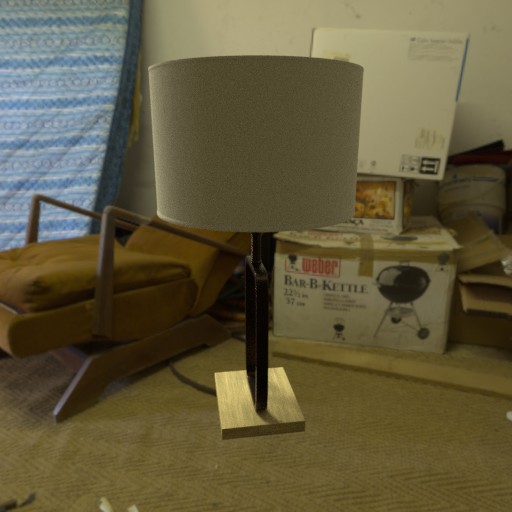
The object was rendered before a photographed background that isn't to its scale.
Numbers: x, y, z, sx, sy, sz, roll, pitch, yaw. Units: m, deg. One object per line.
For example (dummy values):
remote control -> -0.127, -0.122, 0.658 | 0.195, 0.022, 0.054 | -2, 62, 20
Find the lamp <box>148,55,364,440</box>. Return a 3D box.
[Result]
lamp -> 0.000, 0.000, 0.658 | 0.279, 0.508, 0.279 | -2, 16, -9
